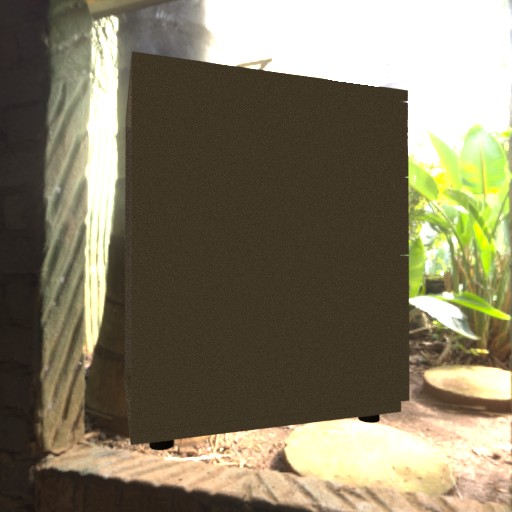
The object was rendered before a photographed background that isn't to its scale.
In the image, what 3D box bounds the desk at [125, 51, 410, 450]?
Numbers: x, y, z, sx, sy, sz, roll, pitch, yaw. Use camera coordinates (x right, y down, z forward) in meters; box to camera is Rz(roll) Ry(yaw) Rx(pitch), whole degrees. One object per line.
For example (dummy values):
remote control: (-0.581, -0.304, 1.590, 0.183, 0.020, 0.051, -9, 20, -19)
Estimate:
desk: (0.000, 0.000, 1.077, 0.600, 0.730, 0.404, 0, -1, -18)
